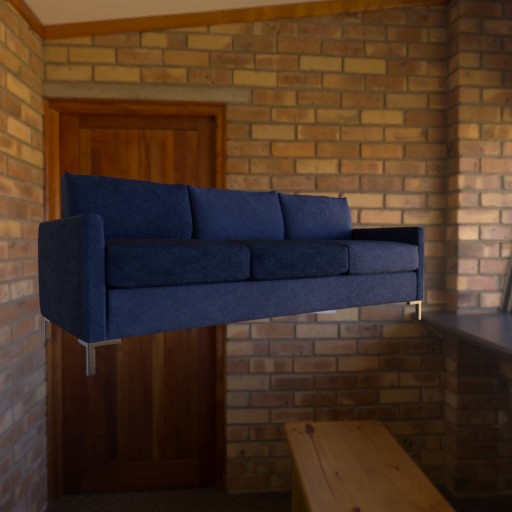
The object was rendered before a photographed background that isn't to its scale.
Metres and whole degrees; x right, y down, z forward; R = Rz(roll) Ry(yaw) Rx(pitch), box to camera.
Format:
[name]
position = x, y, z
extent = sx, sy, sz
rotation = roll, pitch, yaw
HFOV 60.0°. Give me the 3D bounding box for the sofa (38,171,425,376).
[sofa]
position = 0.000, 0.000, 2.655
extent = 2.252, 0.879, 0.875
rotation = -1, 2, -36
